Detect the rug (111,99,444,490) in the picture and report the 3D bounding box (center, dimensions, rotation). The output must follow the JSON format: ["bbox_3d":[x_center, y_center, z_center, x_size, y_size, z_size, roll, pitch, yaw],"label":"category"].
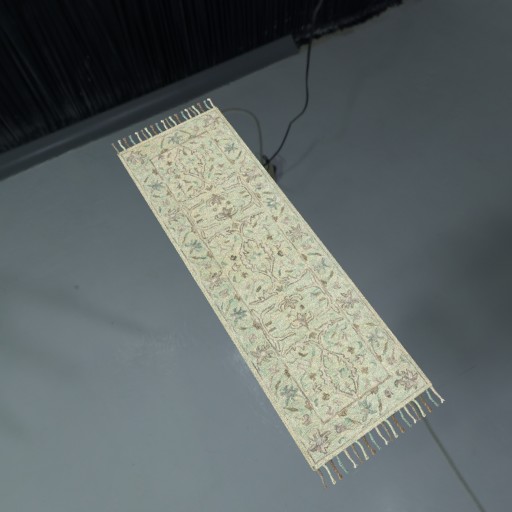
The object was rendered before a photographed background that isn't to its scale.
[{"bbox_3d":[0.000,0.000,2.631,0.769,0.013,2.440,-30,69,-13],"label":"rug"}]
